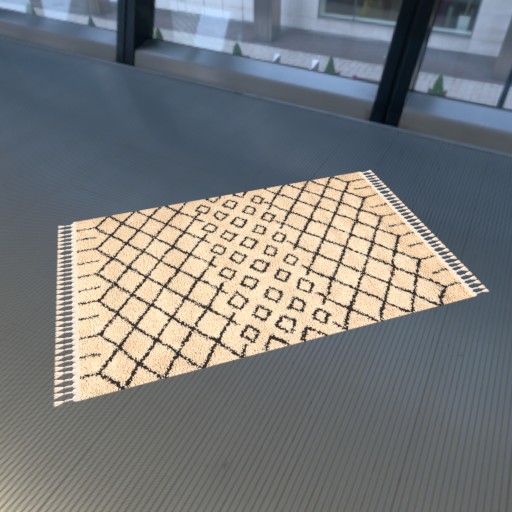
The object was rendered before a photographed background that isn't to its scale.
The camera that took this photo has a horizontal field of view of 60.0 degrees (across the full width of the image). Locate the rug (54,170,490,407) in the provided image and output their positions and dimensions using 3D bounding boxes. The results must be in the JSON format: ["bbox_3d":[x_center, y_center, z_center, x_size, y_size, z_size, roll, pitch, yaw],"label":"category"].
[{"bbox_3d":[0.000,0.000,2.347,2.006,0.008,1.196,-12,43,-13],"label":"rug"}]
